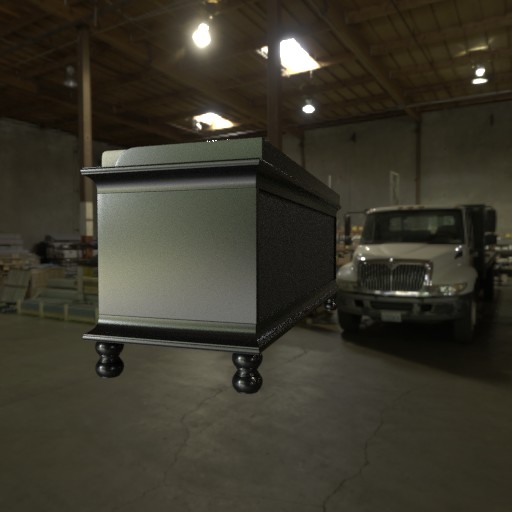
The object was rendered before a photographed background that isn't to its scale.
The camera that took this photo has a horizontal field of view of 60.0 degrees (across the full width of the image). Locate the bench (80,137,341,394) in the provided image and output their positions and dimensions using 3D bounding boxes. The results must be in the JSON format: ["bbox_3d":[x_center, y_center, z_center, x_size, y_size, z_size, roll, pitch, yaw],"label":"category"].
[{"bbox_3d":[0.000,0.000,1.453,0.402,0.501,1.185,1,2,18],"label":"bench"}]
